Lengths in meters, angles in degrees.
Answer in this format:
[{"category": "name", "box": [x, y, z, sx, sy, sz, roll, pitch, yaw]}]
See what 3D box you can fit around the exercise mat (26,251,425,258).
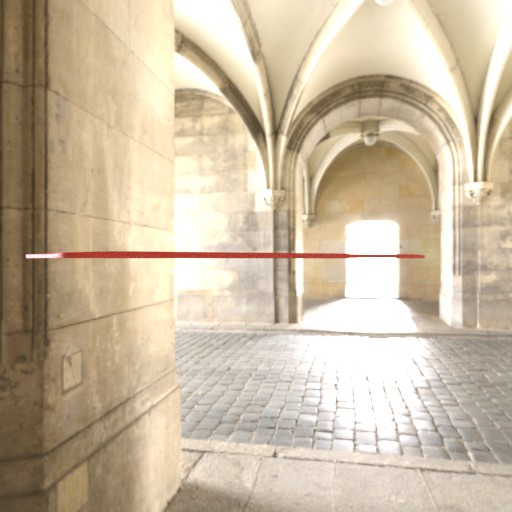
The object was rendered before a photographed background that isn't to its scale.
[{"category": "exercise mat", "box": [0.000, 0.000, 2.078, 1.869, 0.021, 0.616, 0, 0, -37]}]
